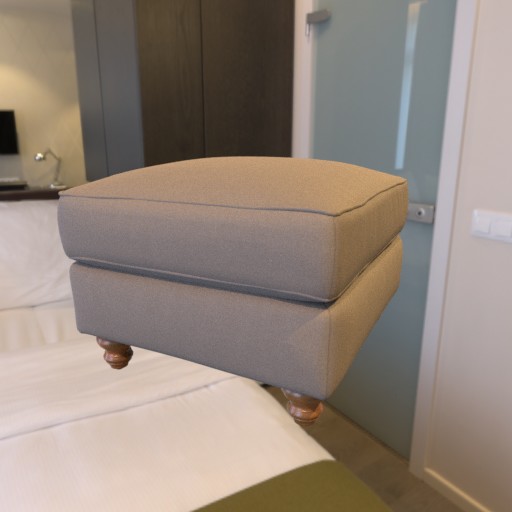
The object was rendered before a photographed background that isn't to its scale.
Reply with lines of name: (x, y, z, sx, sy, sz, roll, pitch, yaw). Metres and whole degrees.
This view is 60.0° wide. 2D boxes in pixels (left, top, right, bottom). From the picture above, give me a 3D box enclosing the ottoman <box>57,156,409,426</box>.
ottoman: (0.000, 0.000, 1.158, 0.662, 0.505, 0.721, 7, 16, 26)
